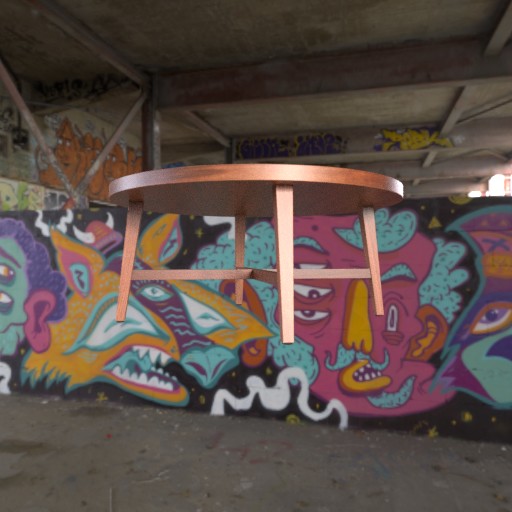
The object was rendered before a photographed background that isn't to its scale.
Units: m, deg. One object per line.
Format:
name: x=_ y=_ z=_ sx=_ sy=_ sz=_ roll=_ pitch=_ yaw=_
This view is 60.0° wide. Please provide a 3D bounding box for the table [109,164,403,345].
table: x=0.000 y=0.000 z=1.269 sx=0.800 sy=0.360 sz=0.800 roll=0 pitch=0 yaw=0
